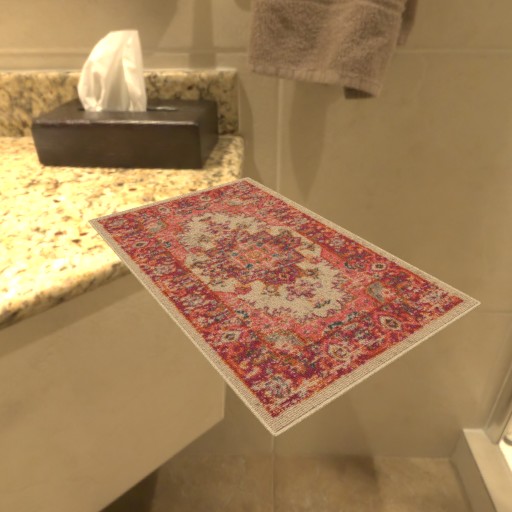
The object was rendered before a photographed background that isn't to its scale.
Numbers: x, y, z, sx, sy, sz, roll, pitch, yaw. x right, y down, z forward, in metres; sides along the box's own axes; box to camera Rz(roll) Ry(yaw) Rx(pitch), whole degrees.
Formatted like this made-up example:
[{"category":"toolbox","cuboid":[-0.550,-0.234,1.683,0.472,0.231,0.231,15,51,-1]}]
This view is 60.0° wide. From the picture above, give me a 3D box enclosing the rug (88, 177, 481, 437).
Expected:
[{"category":"rug","cuboid":[0.000,0.000,1.098,0.556,0.004,0.868,-21,38,-30]}]
